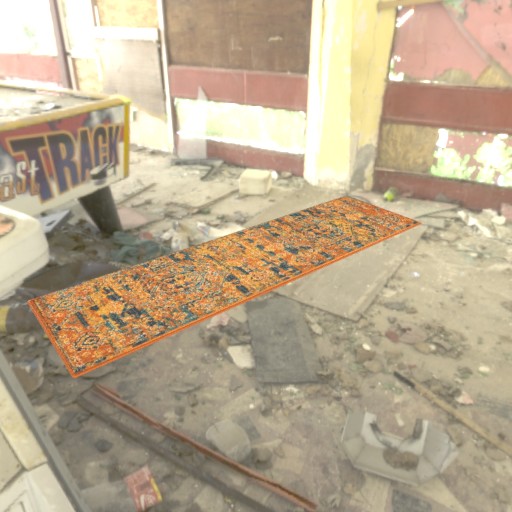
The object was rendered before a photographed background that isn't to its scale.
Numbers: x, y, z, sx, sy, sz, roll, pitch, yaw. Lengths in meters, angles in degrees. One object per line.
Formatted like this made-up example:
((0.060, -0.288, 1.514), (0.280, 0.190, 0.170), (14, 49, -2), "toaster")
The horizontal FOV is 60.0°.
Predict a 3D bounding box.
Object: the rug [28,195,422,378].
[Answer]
((0.000, 0.000, 2.512), (2.274, 0.016, 0.651), (-21, 35, -33), "rug")
